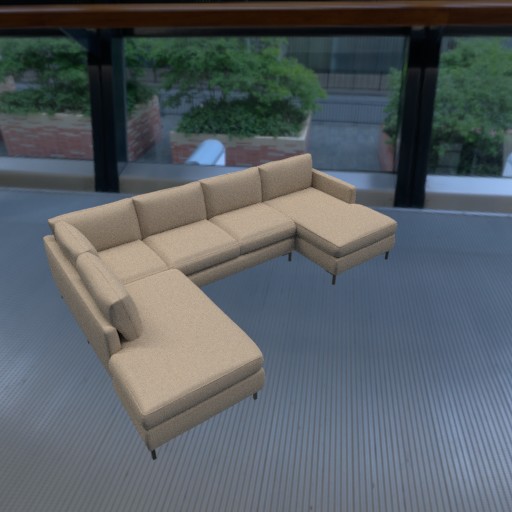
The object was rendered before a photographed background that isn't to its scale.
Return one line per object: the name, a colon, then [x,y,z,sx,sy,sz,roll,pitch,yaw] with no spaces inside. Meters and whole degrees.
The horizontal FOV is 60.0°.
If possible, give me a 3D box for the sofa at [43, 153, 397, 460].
sofa: [0.000,0.000,3.498,2.737,0.756,1.879,-21,37,-30]
